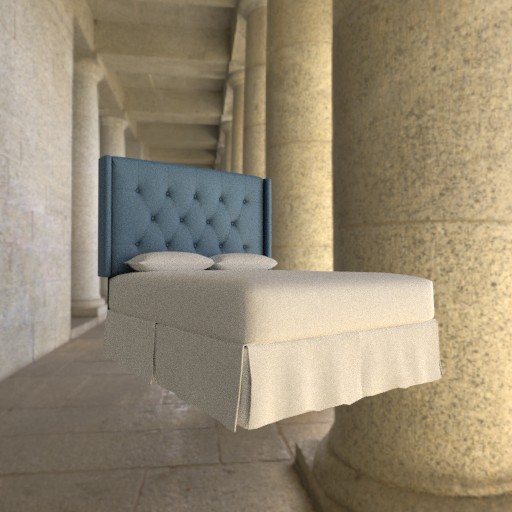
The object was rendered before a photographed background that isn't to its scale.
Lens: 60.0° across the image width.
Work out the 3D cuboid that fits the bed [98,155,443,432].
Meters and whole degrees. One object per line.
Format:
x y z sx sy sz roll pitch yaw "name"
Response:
0.000 0.000 3.331 1.719 1.665 2.078 1 -1 -36 "bed"
